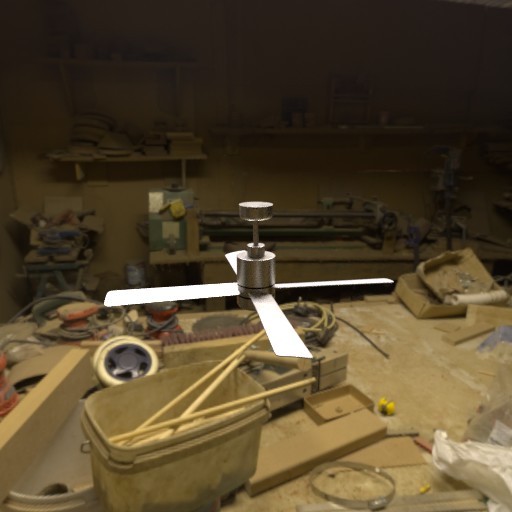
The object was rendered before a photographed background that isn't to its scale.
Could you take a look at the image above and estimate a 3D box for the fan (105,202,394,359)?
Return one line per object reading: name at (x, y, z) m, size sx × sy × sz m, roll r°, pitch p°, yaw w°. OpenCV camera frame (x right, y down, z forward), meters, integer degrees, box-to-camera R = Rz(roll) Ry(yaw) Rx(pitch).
fan at (0.000, 0.000, 2.303) m, size 1.525 × 0.539 × 1.525 m, roll -3°, pitch 16°, yaw -10°
